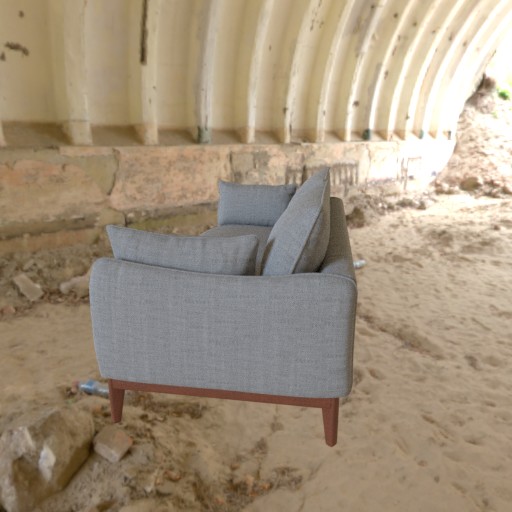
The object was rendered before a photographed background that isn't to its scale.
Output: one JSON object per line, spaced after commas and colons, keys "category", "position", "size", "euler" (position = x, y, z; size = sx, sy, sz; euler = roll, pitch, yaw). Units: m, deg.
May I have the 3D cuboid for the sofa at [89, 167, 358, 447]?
{"category": "sofa", "position": [0.000, 0.000, 2.418], "size": [0.972, 0.851, 1.989], "euler": [2, 15, 9]}
